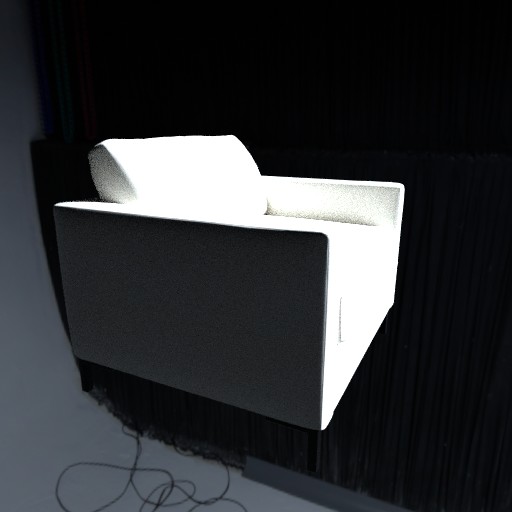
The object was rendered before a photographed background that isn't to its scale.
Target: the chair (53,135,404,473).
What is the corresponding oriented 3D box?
[{"bbox_3d":[0.000,0.000,1.557,0.875,0.806,0.964,8,18,26],"label":"chair"}]
